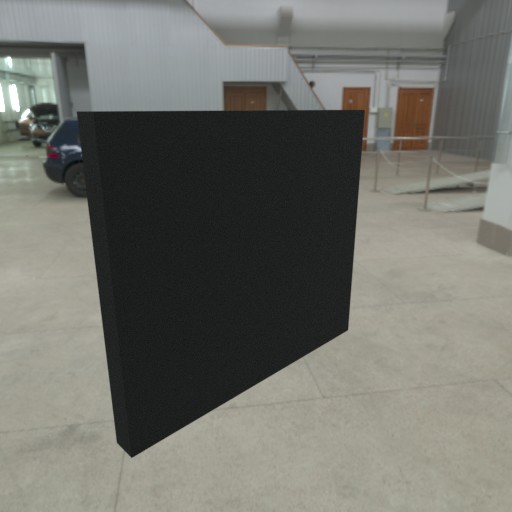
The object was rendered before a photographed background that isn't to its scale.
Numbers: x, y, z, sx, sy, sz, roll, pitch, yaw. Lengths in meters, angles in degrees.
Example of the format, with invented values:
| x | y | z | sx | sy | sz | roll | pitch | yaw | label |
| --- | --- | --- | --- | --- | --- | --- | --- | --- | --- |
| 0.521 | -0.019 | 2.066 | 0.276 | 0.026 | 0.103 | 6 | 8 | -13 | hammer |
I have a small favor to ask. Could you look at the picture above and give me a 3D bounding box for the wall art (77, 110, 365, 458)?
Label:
| x | y | z | sx | sy | sz | roll | pitch | yaw | label |
| --- | --- | --- | --- | --- | --- | --- | --- | --- | --- |
| 0.000 | 0.000 | 0.529 | 0.381 | 0.330 | 0.031 | -18 | 25 | -42 | wall art |
